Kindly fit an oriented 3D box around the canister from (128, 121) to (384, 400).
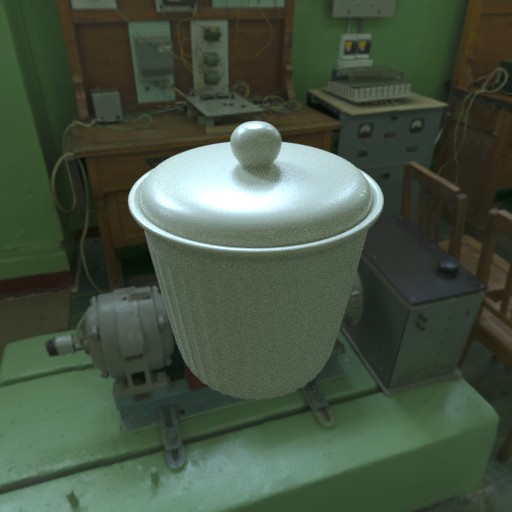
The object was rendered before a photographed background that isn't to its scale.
[{"bbox_3d":[0.000,0.000,0.353,0.181,0.211,0.181,0,32,0],"label":"canister"}]
